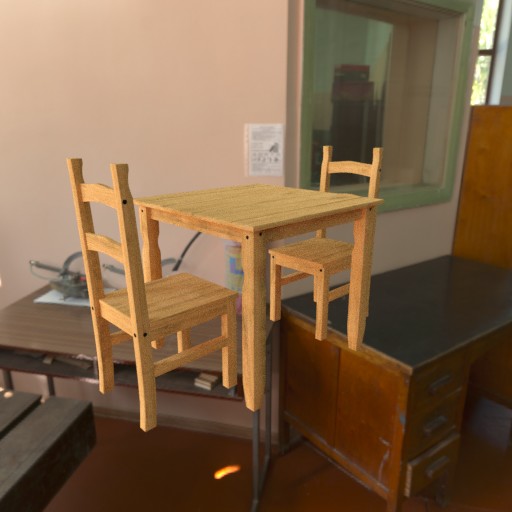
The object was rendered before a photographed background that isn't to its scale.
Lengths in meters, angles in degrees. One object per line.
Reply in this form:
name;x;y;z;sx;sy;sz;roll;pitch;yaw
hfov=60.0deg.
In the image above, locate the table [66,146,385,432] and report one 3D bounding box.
table;0.000;0.000;2.062;1.501;0.942;0.813;-15;22;-42
